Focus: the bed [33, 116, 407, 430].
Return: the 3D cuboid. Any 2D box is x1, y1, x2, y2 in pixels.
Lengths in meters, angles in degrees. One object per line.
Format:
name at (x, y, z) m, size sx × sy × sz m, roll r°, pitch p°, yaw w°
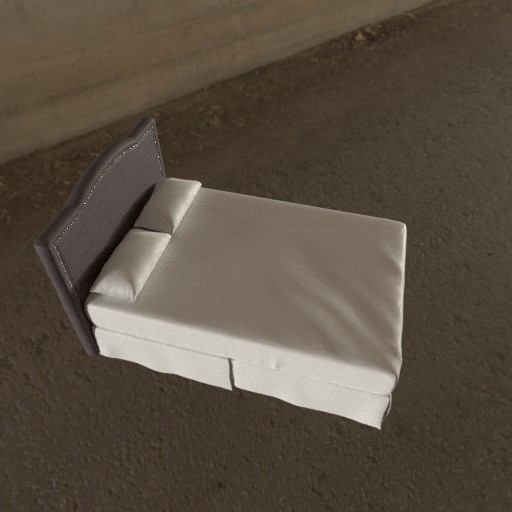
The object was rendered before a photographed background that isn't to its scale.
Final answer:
bed at (0.000, 0.000, 3.609) m, size 2.507 × 1.441 × 1.741 m, roll 11°, pitch 48°, yaw 10°
